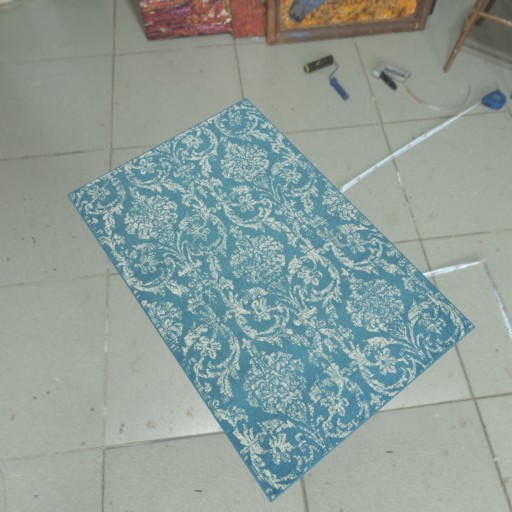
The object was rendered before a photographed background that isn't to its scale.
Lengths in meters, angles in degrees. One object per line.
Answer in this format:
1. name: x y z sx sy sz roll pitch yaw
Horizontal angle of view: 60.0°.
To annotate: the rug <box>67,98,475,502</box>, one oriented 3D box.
1. rug: 0.000 0.000 3.374 1.816 0.018 2.746 -34 68 -16
